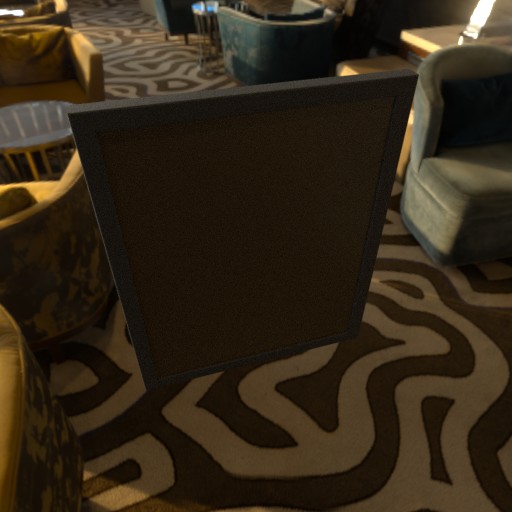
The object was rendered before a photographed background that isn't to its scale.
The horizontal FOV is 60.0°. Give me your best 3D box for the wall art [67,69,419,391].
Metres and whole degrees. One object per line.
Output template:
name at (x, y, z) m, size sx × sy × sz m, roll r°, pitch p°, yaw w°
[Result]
wall art at (0.000, 0.000, 0.743) m, size 0.457 × 0.558 × 0.028 m, roll -11°, pitch 42°, yaw -13°
